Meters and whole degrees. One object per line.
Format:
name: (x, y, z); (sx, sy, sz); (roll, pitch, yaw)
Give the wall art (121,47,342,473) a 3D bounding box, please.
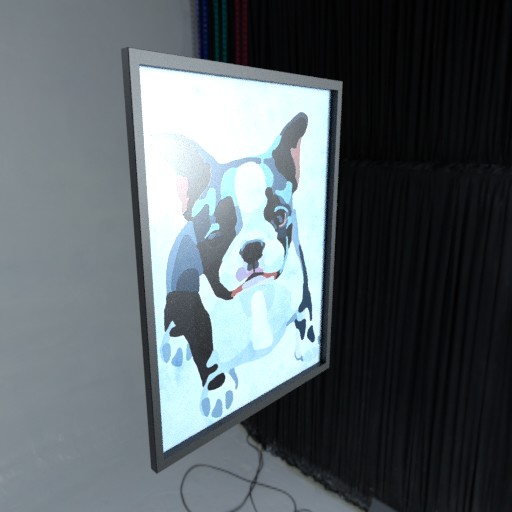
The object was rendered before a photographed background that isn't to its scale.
wall art: (0.000, 0.000, 1.307); (0.030, 1.027, 0.774); (14, 20, 42)
